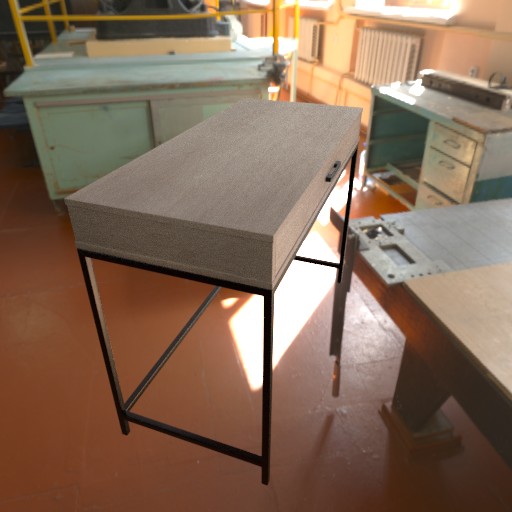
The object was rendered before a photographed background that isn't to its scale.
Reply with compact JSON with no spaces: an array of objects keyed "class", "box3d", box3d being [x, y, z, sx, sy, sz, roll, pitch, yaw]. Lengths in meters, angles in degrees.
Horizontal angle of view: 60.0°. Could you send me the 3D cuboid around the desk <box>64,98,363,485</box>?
[{"class":"desk","box3d":[0.000,0.000,1.452,0.470,0.762,1.016,11,33,17]}]
